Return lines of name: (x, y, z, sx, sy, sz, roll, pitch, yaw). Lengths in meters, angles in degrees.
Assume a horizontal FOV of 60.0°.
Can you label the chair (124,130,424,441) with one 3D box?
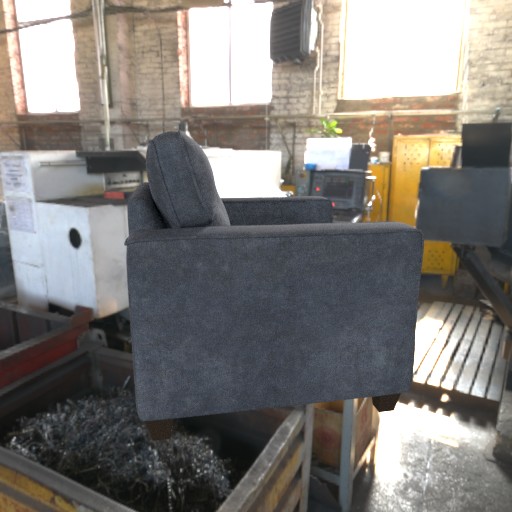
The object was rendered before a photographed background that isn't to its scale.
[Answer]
chair: (0.000, 0.000, 1.816, 0.939, 0.965, 1.015, -3, 14, -10)
